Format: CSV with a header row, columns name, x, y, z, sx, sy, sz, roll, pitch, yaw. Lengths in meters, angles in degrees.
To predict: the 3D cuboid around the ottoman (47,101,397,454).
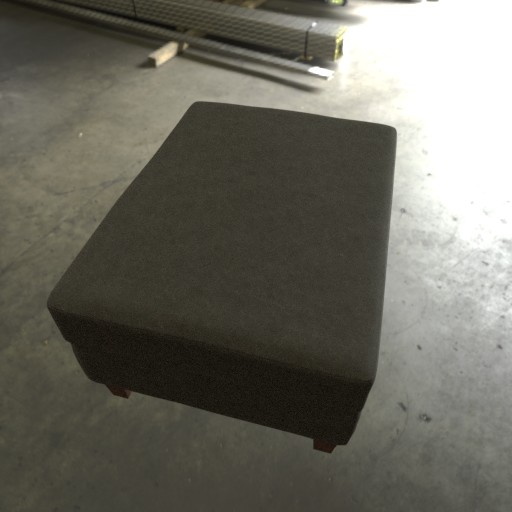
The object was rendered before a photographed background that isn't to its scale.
name,x,y,z,sx,sy,sz,roll,pitch,yaw
ottoman,0.000,0.000,1.195,0.639,0.464,0.839,11,47,10
